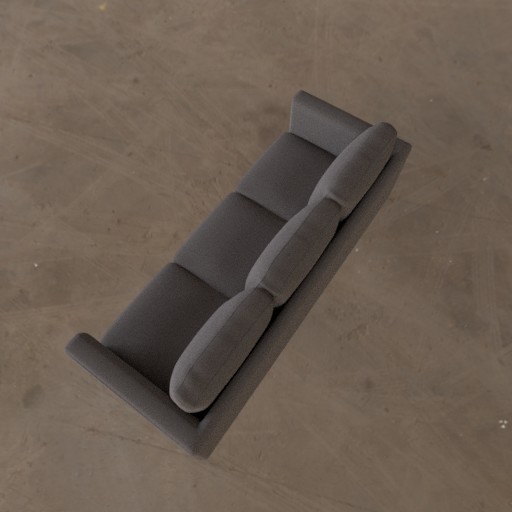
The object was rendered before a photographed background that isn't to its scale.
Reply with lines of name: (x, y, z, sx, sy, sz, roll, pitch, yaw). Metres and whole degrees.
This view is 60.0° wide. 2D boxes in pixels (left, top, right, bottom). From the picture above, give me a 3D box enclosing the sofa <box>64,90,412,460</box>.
sofa: (0.000, 0.000, 2.513, 0.802, 0.912, 2.029, 32, 68, 15)
